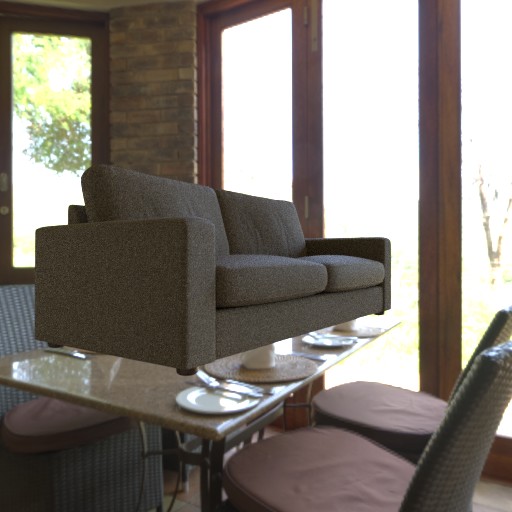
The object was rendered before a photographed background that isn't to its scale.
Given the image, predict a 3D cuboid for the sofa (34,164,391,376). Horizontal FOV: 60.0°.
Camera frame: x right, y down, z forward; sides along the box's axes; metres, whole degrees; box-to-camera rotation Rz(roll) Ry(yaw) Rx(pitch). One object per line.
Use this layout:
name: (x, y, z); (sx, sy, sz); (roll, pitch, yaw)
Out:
sofa: (0.000, 0.000, 2.669); (1.016, 0.873, 2.179); (0, 0, 35)
